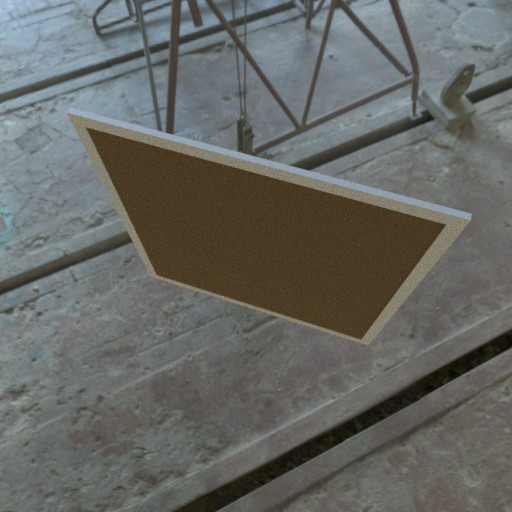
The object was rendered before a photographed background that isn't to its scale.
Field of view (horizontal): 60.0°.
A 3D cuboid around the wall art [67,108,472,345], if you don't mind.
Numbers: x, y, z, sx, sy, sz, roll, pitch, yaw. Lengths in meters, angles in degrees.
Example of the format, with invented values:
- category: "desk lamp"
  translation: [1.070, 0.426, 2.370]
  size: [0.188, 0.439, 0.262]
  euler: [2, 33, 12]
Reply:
- category: "wall art"
  translation: [0.000, 0.000, 1.213]
  size: [0.812, 0.812, 0.015]
  euler: [17, 64, 8]
